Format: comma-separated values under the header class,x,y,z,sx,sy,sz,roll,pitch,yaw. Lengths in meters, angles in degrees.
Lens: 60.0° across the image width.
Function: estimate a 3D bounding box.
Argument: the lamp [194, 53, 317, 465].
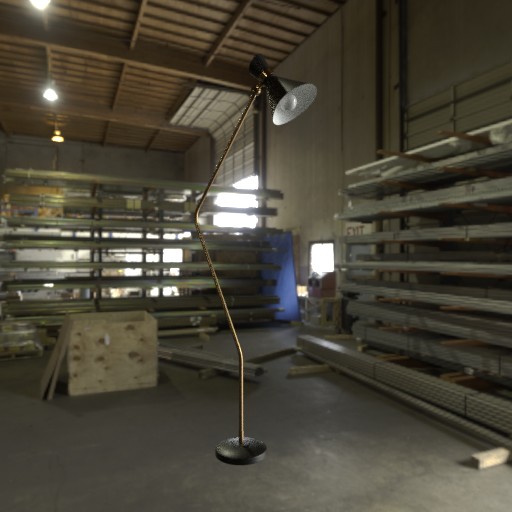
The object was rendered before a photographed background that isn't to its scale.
class,x,y,z,sx,sy,sz,roll,pitch,yaw
lamp,0.000,0.000,1.622,0.277,1.438,0.467,0,-1,-36
